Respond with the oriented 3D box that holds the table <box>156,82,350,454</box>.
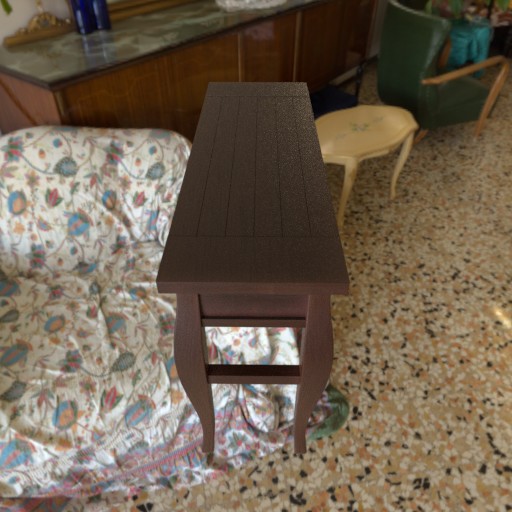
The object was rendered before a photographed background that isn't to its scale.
[{"bbox_3d":[0.000,0.000,1.464,0.373,0.768,1.062,0,40,1],"label":"table"}]
